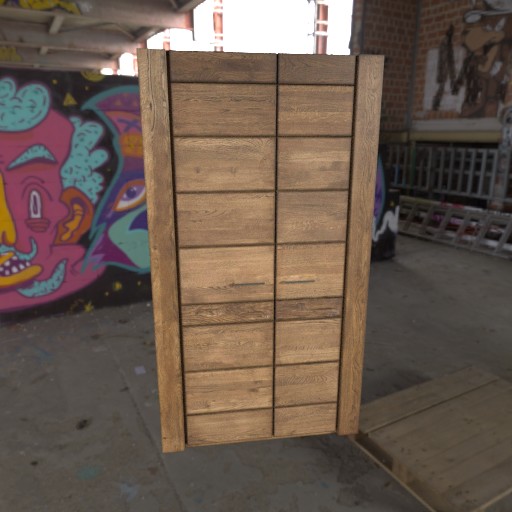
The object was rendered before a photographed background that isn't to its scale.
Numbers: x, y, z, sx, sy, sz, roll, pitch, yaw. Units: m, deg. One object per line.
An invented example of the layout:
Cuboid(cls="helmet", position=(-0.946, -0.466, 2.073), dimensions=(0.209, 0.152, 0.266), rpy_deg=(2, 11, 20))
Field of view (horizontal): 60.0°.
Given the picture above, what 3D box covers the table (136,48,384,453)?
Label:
Cuboid(cls="table", position=(0.000, 0.000, 2.466), dimensions=(1.100, 2.000, 0.600), rpy_deg=(-2, 15, -8))
